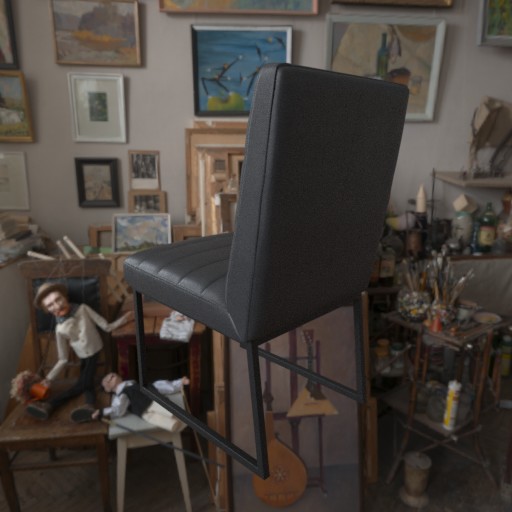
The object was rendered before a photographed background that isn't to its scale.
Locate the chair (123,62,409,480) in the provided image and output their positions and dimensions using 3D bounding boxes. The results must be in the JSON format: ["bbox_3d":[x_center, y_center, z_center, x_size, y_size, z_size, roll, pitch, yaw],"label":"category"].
[{"bbox_3d":[0.000,0.000,1.274,0.634,0.930,0.520,14,20,43],"label":"chair"}]
